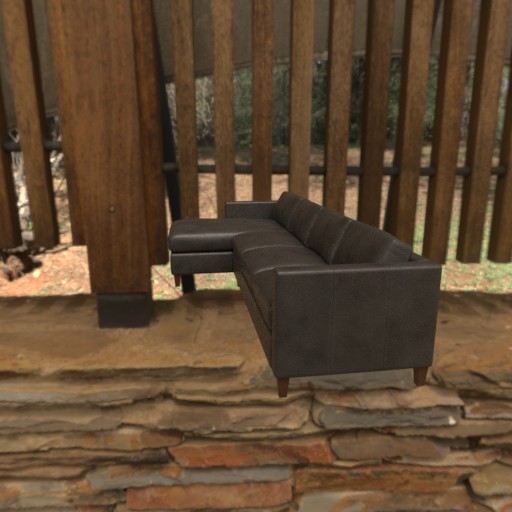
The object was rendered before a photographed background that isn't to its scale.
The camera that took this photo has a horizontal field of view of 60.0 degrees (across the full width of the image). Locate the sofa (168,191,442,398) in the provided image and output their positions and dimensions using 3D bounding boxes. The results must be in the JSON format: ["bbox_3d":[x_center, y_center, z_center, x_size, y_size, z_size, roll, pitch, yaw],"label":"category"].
[{"bbox_3d":[0.000,0.000,3.901,1.581,0.883,3.203,-2,14,-8],"label":"sofa"}]
